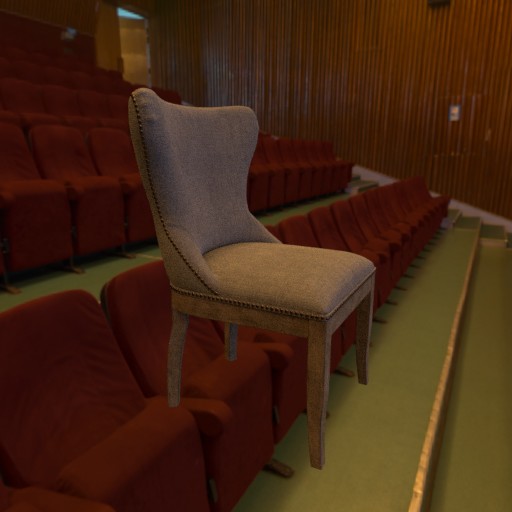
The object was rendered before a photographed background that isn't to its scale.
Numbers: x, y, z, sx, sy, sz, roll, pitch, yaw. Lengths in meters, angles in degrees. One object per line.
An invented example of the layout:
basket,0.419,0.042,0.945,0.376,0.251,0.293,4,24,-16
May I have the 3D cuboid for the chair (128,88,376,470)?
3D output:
chair,0.000,0.000,1.459,0.681,1.002,0.654,7,15,27
